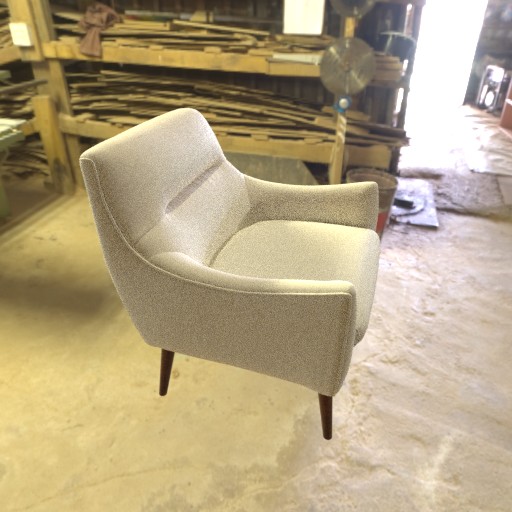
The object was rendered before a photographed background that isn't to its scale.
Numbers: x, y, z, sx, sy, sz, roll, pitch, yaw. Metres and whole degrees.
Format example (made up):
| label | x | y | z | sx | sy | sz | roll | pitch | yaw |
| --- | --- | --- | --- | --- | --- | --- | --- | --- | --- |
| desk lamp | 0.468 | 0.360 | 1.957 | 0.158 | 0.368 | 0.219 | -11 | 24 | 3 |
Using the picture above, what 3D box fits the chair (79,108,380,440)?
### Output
| label | x | y | z | sx | sy | sz | roll | pitch | yaw |
| --- | --- | --- | --- | --- | --- | --- | --- | --- | --- |
| chair | 0.000 | 0.000 | 1.471 | 0.787 | 0.838 | 0.762 | 9 | 31 | 15 |
